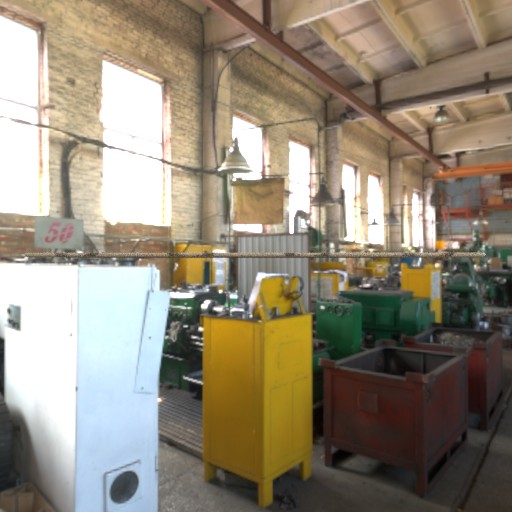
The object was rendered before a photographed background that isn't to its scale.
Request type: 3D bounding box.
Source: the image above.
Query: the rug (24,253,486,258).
[{"bbox_3d":[0.000,0.000,3.469,2.701,0.026,1.801,0,0,2],"label":"rug"}]
